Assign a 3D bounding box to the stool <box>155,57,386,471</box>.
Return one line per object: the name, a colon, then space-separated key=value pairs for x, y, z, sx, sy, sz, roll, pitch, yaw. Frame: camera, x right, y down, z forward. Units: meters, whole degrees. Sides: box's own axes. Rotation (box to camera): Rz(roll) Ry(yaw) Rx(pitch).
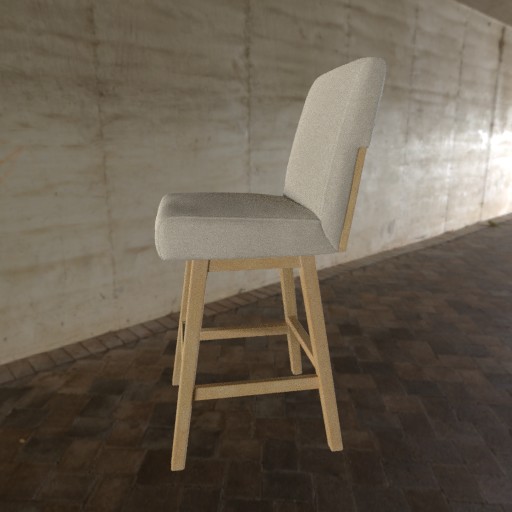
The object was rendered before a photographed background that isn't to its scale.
stool: x=0.000 y=0.000 z=1.264 sx=0.543 sy=1.015 sz=0.446 roll=-3 pitch=15 yaw=-10
